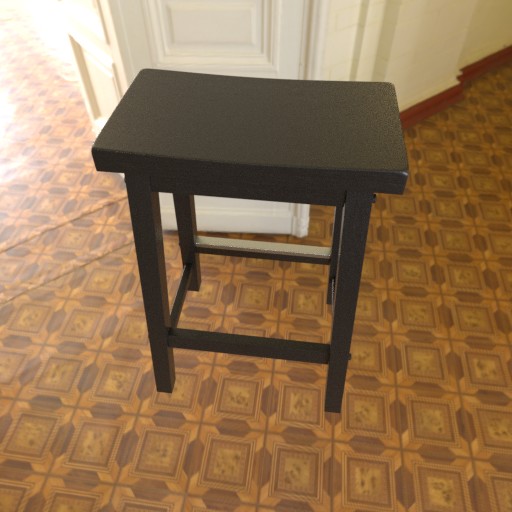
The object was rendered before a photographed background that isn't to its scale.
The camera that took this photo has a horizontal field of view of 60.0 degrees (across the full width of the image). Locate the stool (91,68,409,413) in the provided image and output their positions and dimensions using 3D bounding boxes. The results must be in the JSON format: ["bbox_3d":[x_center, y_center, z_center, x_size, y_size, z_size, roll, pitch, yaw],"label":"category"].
[{"bbox_3d":[0.000,0.000,0.855,0.406,0.610,0.322,5,48,5],"label":"stool"}]
